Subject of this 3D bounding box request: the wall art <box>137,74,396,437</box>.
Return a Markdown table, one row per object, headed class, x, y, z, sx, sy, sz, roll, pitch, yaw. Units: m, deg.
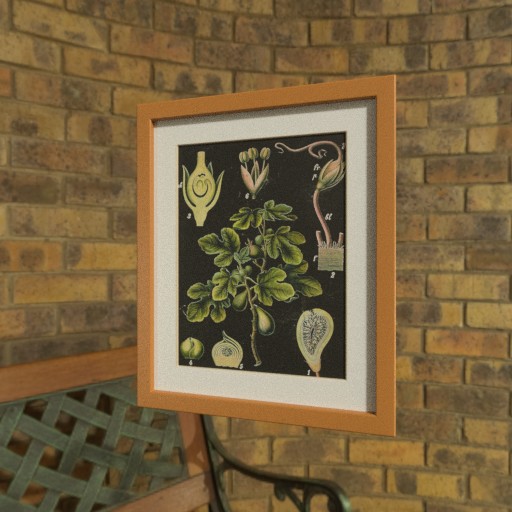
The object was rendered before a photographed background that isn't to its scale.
| class | x | y | z | sx | sy | sz | roll | pitch | yaw |
| --- | --- | --- | --- | --- | --- | --- | --- | --- | --- |
| wall art | 0.000 | 0.000 | 0.515 | 0.310 | 0.379 | 0.015 | 0 | 0 | 18 |
